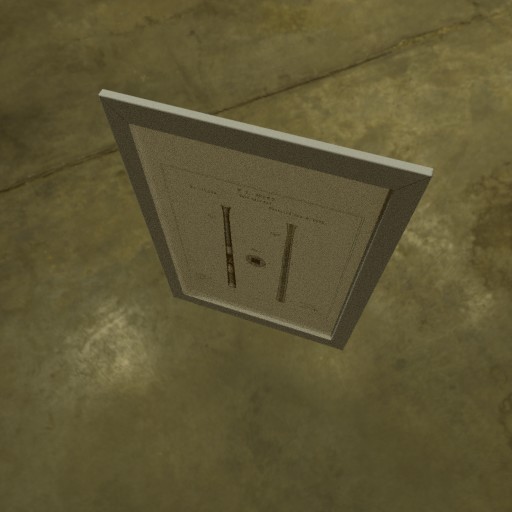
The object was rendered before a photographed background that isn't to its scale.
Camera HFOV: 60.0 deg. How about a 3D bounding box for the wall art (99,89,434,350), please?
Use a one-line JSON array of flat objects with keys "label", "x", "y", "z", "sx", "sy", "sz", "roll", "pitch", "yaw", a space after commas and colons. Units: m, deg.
[{"label": "wall art", "x": 0.000, "y": 0.000, "z": 0.700, "sx": 0.374, "sy": 0.529, "sz": 0.012, "roll": 16, "pitch": 61, "yaw": 9}]
